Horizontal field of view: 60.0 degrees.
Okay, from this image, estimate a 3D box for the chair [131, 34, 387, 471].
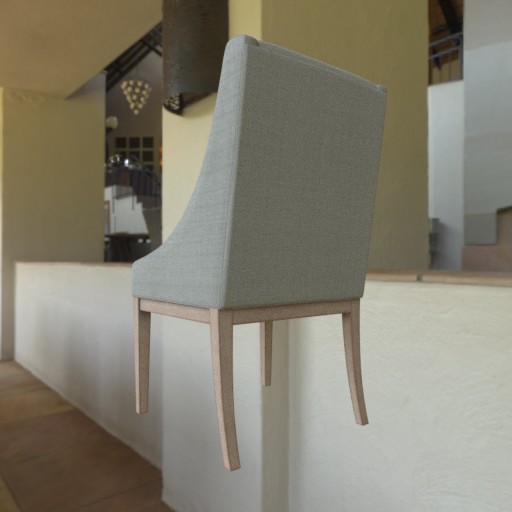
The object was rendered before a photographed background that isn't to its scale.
[{"bbox_3d":[0.000,0.000,1.389,0.575,1.021,0.611,0,-1,-37],"label":"chair"}]
